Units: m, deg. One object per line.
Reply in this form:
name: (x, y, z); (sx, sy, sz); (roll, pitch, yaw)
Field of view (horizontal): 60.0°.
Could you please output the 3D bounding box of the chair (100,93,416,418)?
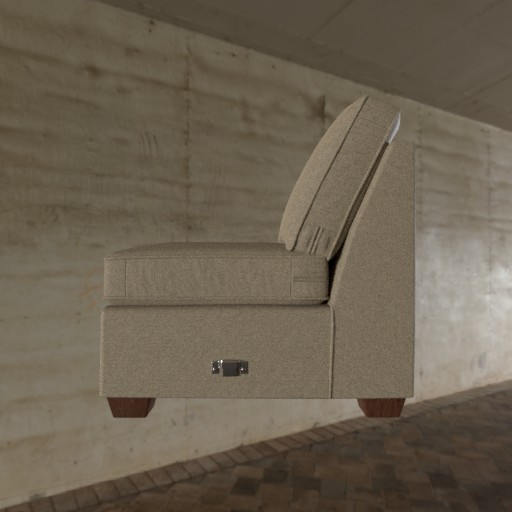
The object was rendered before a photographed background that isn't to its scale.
chair: (0.000, 0.000, 1.728); (1.020, 1.058, 0.674); (0, -1, 0)
